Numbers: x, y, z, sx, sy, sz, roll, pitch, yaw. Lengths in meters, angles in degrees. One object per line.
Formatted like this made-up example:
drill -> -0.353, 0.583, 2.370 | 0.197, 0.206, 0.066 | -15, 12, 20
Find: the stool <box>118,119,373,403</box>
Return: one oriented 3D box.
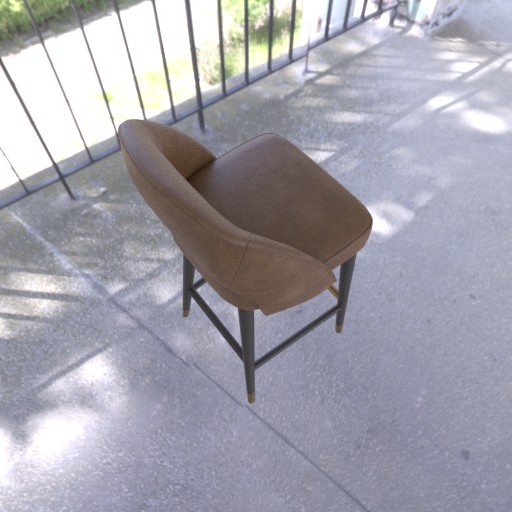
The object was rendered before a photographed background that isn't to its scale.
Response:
stool -> 0.000, 0.000, 1.301 | 0.509, 1.037, 0.494 | -34, 64, -19
